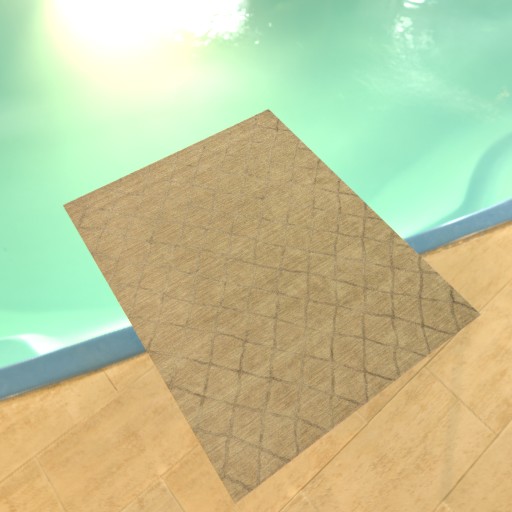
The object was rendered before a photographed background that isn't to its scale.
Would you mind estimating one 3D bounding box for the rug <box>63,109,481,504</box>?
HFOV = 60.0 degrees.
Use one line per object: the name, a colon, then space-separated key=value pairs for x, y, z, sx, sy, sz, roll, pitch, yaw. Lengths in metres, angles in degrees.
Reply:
rug: x=0.000 y=0.000 z=3.960 sx=2.420 sy=0.019 sz=3.038 roll=-30 pitch=63 yaw=-17
